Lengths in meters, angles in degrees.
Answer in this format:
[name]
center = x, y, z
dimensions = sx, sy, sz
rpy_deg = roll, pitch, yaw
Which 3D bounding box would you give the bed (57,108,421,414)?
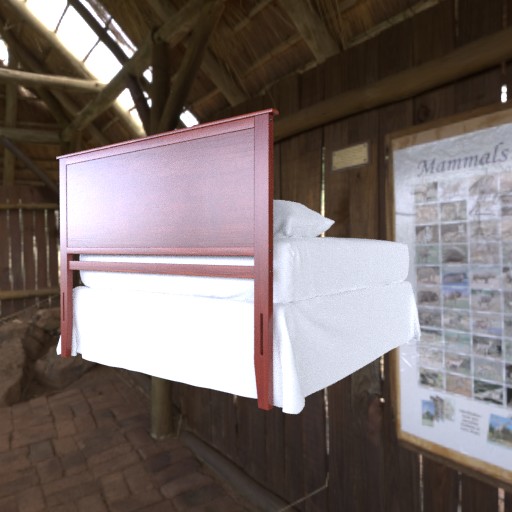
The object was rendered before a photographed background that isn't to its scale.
[bed]
center = 0.000, 0.000, 3.151
dimensions = 1.870, 1.270, 2.050
rpy_deg = 1, 1, 36
